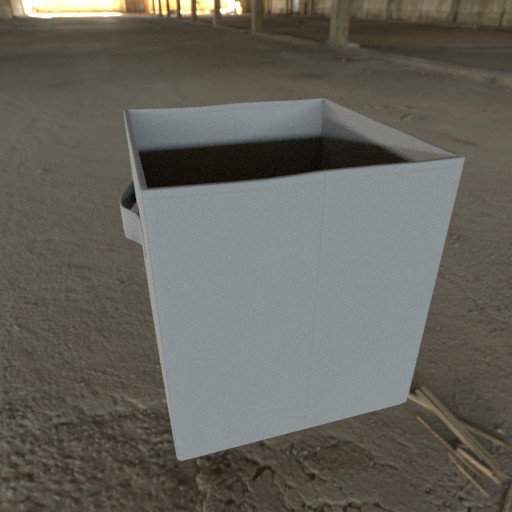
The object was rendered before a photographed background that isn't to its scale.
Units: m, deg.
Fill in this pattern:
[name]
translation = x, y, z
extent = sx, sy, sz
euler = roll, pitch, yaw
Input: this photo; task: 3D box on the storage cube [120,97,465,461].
[storage cube]
translation = 0.000, 0.000, 0.494
extent = 0.270, 0.280, 0.270
euler = -9, 31, -15
